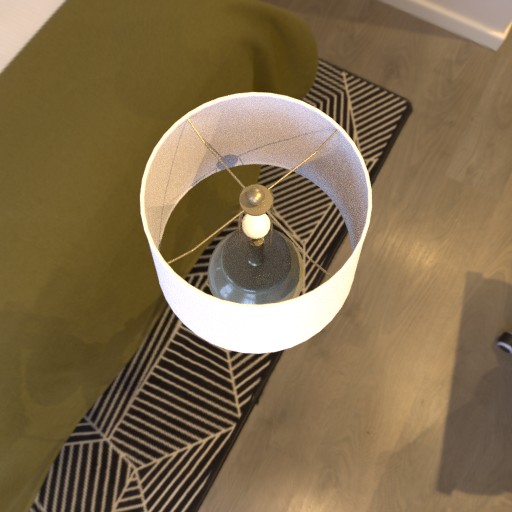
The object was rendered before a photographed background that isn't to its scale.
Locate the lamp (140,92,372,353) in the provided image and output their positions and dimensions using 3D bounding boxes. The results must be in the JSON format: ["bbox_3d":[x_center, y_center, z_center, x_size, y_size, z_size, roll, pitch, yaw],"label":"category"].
[{"bbox_3d":[0.000,0.000,0.552,0.239,0.399,0.239,0,75,0],"label":"lamp"}]
